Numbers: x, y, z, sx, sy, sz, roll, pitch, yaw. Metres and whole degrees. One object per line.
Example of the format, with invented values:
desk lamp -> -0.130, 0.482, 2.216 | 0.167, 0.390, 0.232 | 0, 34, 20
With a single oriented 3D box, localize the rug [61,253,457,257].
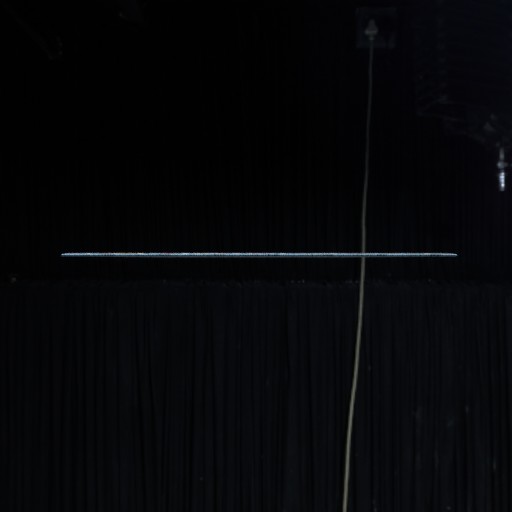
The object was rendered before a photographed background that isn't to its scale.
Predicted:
rug -> 0.000, 0.000, 2.853 | 1.567, 0.014, 2.207 | 0, 0, -1
